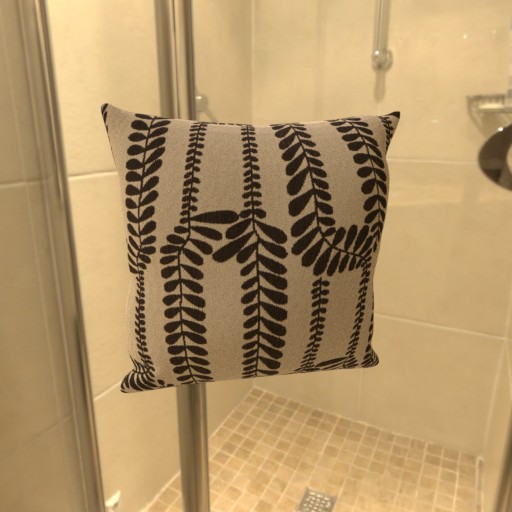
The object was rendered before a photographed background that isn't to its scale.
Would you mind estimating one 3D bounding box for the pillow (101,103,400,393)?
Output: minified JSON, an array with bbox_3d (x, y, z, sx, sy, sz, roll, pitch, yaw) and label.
[{"bbox_3d":[0.000,0.000,0.681,0.440,0.441,0.182,-3,16,-10],"label":"pillow"}]
